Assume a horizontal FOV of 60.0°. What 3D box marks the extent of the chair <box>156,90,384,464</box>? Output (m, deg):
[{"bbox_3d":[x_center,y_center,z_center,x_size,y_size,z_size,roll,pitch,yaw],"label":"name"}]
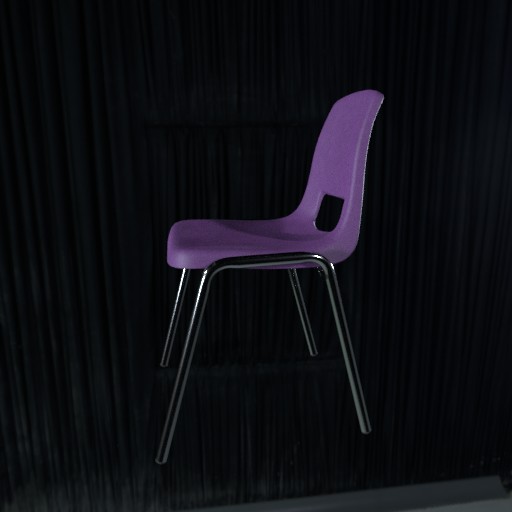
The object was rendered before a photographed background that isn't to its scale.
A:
[{"bbox_3d":[0.000,0.000,0.923,0.432,0.654,0.381,-3,14,-10],"label":"chair"}]
